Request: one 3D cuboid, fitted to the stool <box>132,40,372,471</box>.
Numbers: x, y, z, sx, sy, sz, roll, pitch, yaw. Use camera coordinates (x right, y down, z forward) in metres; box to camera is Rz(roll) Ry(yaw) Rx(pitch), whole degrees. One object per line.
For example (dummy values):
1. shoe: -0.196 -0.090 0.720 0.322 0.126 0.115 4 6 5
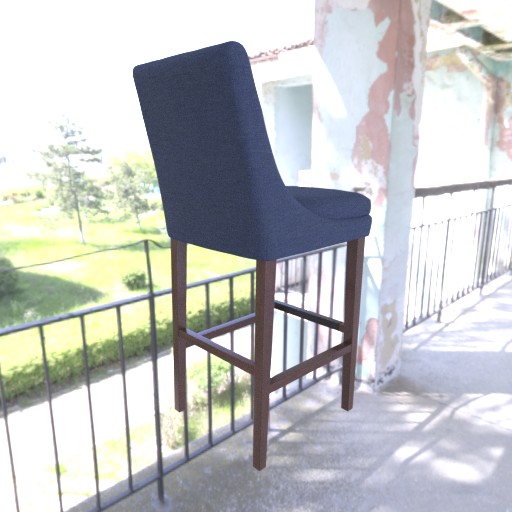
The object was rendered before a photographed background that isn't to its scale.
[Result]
1. stool: 0.000 0.000 1.352 0.577 1.078 0.470 -13 19 -42
